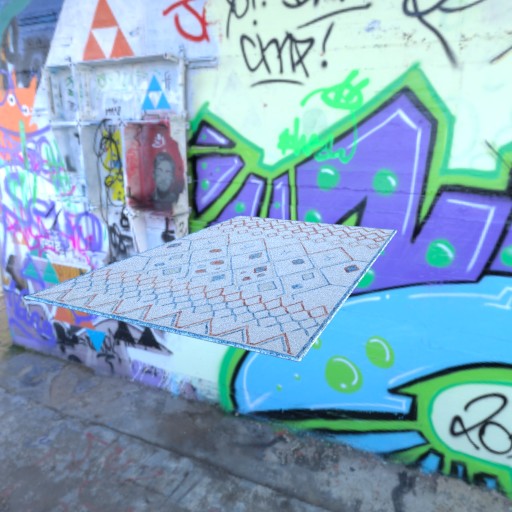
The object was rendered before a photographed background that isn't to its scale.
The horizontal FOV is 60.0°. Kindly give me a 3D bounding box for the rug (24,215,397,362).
[{"bbox_3d":[0.000,0.000,3.052,1.524,0.015,2.438,8,18,24],"label":"rug"}]
